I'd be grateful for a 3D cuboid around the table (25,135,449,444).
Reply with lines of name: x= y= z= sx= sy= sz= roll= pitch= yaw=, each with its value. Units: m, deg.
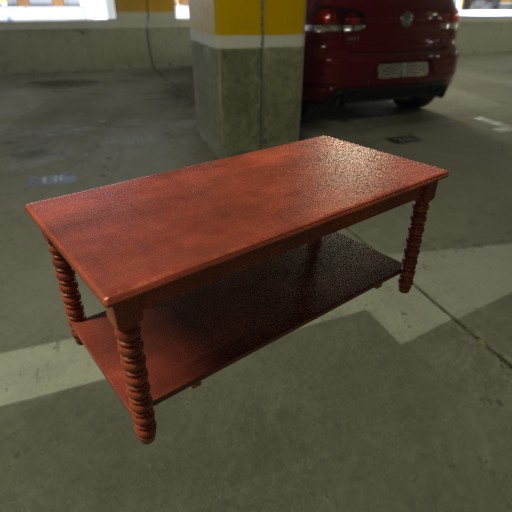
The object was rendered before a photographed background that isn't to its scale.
table: x=0.000 y=0.000 z=1.453 sx=1.171 sy=0.485 sz=0.580 roll=-21 pitch=36 yaw=-32
